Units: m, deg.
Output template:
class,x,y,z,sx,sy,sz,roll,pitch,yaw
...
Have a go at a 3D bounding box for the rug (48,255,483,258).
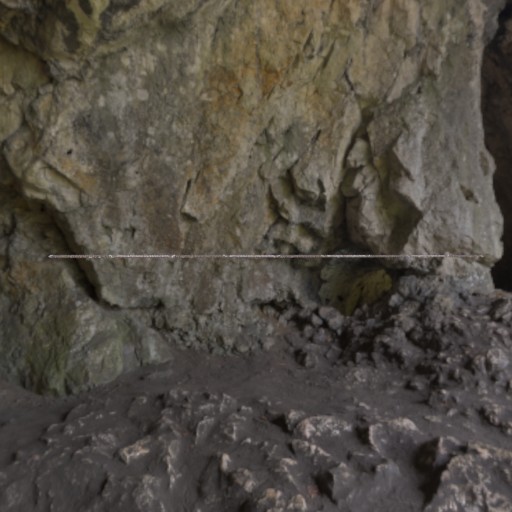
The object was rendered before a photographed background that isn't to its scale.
class,x,y,z,sx,sy,sz,roll,pitch,yaw
rug,0.000,0.000,3.087,2.457,0.012,1.541,0,0,-18
